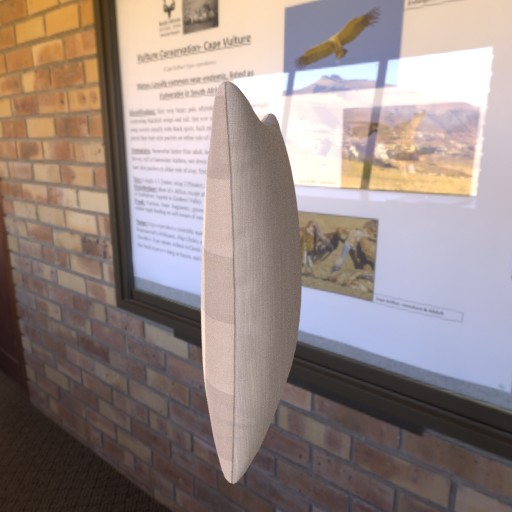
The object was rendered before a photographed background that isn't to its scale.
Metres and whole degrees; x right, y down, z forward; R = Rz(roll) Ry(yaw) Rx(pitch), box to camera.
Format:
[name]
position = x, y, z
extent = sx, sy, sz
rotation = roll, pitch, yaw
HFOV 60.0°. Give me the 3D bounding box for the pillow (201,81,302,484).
[pillow]
position = 0.000, 0.000, 0.775
extent = 0.161, 0.509, 0.511
rotation = 2, 14, 7
